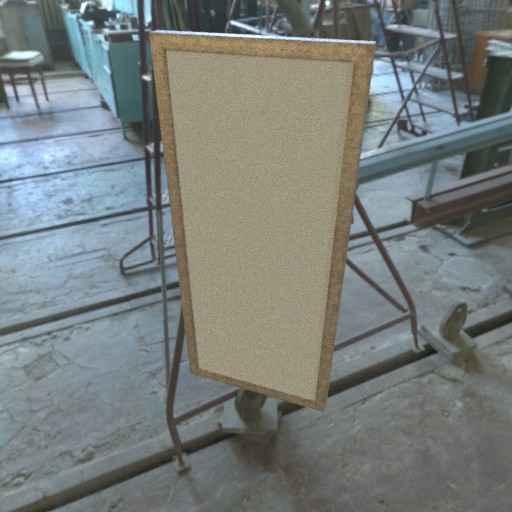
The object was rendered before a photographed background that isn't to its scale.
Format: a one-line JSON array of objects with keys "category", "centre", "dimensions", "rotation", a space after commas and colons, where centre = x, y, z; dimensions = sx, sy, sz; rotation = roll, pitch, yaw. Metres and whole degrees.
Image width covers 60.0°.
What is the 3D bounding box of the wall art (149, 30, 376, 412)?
[{"category": "wall art", "centre": [0.000, 0.000, 1.631], "dimensions": [0.648, 1.461, 0.051], "rotation": [11, 36, 16]}]
